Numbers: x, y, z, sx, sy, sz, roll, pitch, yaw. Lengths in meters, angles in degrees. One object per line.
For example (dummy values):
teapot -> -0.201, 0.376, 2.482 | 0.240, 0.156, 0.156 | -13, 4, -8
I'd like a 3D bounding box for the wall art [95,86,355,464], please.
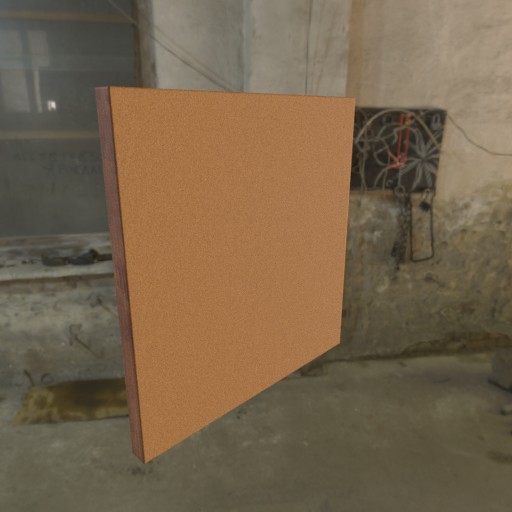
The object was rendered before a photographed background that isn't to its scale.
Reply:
wall art -> 0.000, 0.000, 0.831 | 0.037, 0.572, 0.554 | 17, 24, 42
